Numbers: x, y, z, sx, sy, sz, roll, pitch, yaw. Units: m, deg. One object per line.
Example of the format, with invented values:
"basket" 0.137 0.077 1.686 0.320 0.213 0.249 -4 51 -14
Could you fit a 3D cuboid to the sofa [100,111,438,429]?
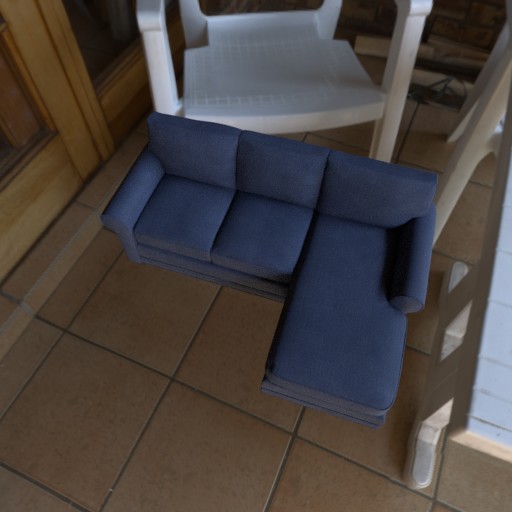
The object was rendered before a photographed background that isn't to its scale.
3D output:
"sofa" 0.000 0.000 3.471 2.567 1.063 1.780 15 59 10
